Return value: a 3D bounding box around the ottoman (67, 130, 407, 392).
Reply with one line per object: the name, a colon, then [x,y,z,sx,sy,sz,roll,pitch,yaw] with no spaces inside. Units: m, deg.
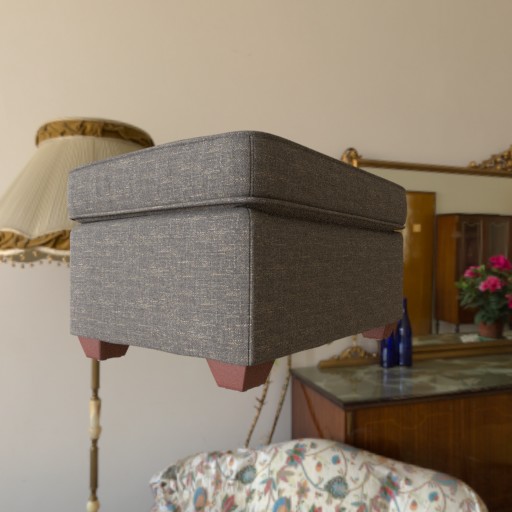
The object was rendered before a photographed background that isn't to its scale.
ottoman: [0.000,0.000,1.103,0.549,0.450,0.749,-1,-1,37]
